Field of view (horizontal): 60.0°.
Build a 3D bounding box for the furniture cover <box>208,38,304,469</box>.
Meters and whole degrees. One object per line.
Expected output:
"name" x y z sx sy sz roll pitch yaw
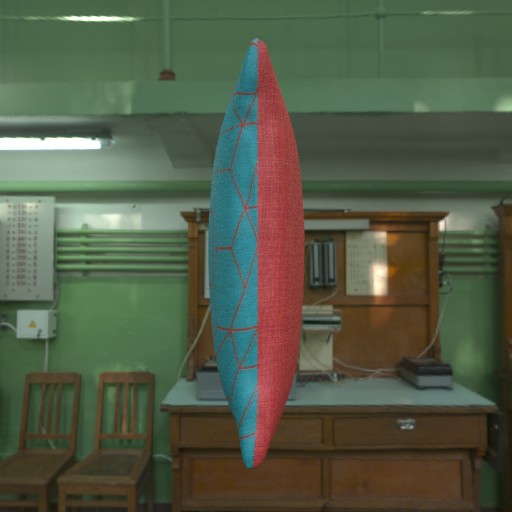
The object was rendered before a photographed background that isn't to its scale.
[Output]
"furniture cover" 0.000 0.000 0.773 0.158 0.508 0.517 0 -1 0
